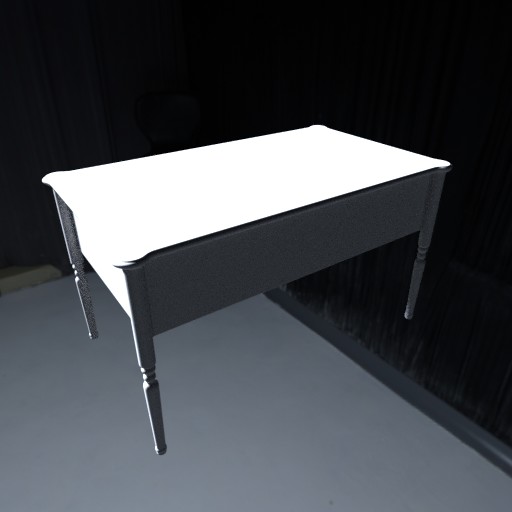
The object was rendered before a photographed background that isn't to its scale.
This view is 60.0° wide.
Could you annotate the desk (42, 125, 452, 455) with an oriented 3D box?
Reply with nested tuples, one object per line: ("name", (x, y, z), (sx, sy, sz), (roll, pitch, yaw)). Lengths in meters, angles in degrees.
("desk", (0.000, 0.000, 1.871), (1.380, 0.762, 0.807), (-19, 35, -30))
